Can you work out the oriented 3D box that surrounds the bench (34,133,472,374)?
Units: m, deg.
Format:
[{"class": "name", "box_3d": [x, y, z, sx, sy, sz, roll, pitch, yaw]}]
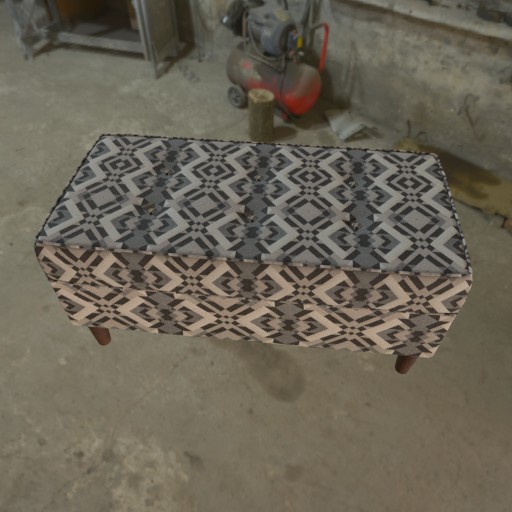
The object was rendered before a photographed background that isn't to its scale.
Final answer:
[{"class": "bench", "box_3d": [0.000, 0.000, 1.307, 1.016, 0.477, 0.492, 4, 47, 4]}]
